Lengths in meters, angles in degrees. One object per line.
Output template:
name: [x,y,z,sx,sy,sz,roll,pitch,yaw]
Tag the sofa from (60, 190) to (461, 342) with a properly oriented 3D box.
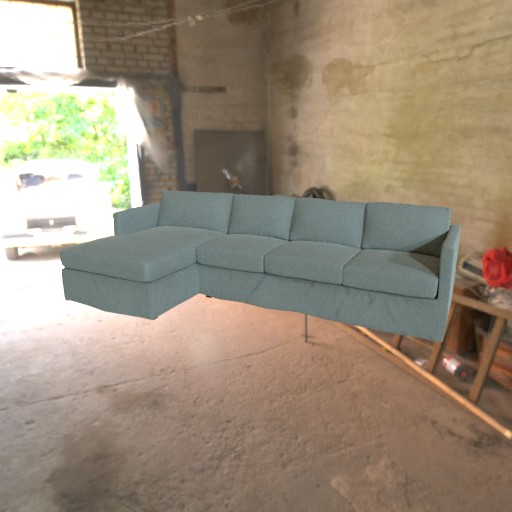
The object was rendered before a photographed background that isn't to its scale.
sofa: [0.000,0.000,3.926,3.205,0.922,1.650,8,17,26]
